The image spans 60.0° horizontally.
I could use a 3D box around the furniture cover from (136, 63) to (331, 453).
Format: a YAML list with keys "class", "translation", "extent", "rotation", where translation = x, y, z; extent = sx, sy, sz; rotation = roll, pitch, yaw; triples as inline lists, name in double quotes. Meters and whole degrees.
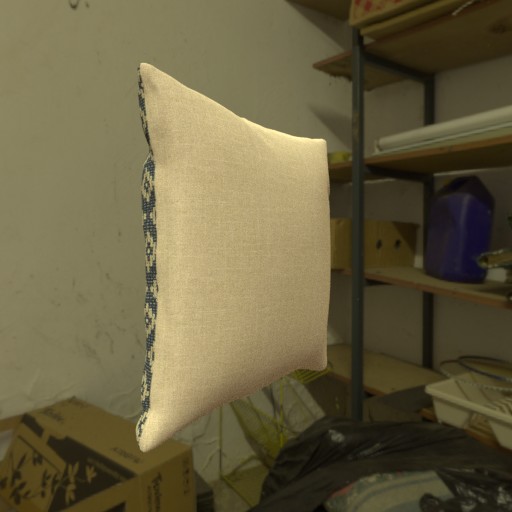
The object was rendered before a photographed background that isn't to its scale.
- class: "furniture cover"
  translation: [0.000, 0.000, 0.660]
  extent: [0.139, 0.431, 0.431]
  rotation: [0, 1, 36]
